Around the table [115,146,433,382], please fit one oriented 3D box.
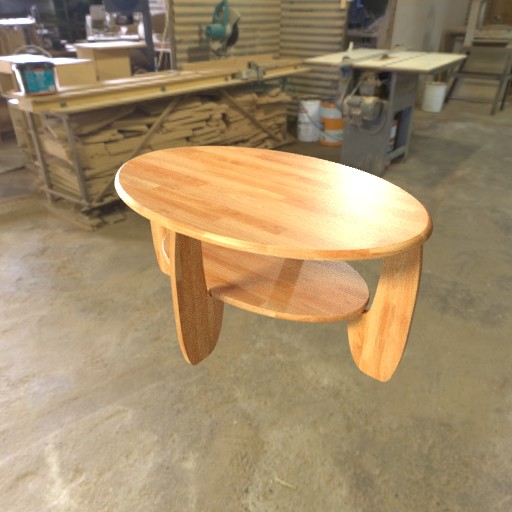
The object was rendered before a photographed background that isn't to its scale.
[{"bbox_3d":[0.000,0.000,1.432,1.040,0.490,0.690,22,36,33],"label":"table"}]
